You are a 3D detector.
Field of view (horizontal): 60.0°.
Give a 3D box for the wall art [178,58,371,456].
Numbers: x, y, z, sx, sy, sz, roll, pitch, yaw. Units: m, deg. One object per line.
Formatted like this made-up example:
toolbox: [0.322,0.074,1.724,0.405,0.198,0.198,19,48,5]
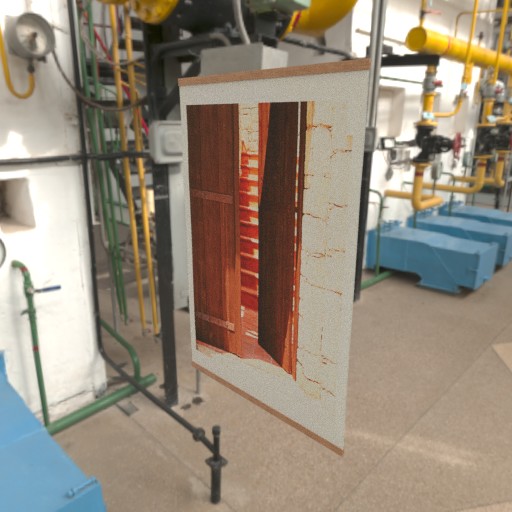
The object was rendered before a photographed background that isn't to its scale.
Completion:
wall art: [0.000,0.000,1.964,1.019,1.527,0.019,16,23,42]
